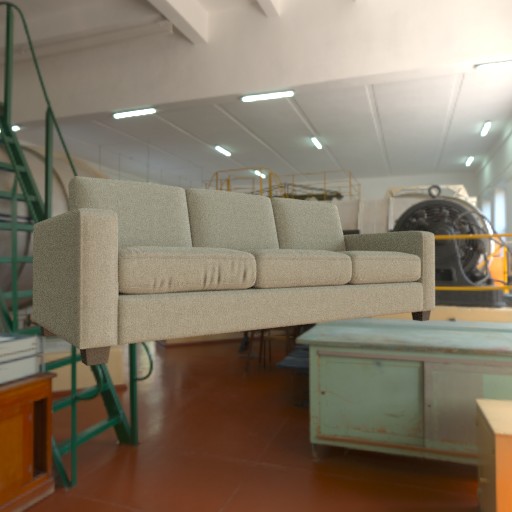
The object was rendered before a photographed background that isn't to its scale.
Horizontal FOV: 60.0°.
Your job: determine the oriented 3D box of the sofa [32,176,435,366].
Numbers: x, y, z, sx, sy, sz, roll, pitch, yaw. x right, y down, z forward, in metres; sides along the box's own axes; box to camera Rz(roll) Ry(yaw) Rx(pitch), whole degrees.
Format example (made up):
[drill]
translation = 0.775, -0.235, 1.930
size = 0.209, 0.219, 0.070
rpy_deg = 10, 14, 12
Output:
[sofa]
translation = 0.000, 0.000, 2.513
size = 2.160, 0.800, 0.900
rpy_deg = 1, -1, -36
